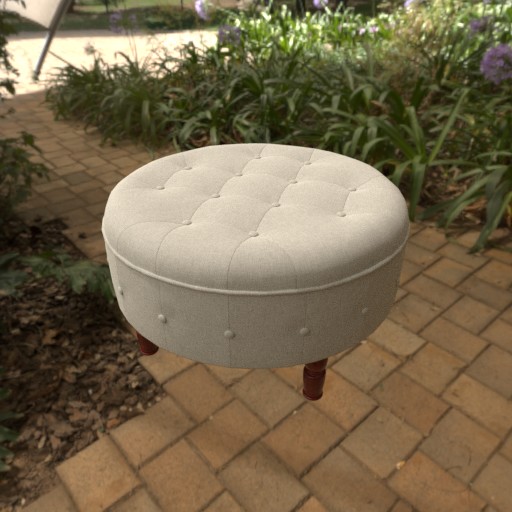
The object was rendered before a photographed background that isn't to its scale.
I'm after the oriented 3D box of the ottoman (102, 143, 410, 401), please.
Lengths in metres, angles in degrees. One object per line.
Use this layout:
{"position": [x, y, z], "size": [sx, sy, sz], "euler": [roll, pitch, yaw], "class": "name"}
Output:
{"position": [0.000, 0.000, 1.357], "size": [0.850, 0.483, 0.850], "euler": [0, 31, 0], "class": "ottoman"}
